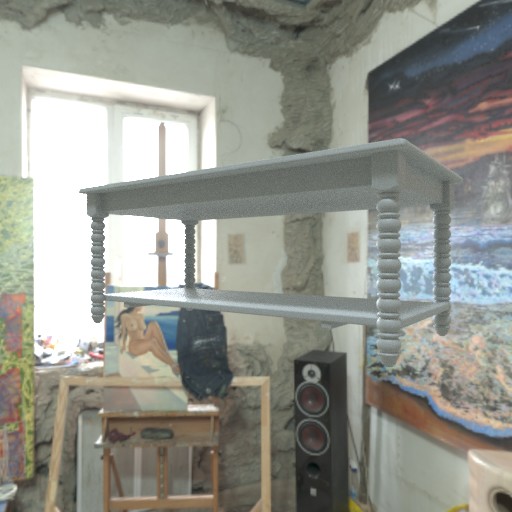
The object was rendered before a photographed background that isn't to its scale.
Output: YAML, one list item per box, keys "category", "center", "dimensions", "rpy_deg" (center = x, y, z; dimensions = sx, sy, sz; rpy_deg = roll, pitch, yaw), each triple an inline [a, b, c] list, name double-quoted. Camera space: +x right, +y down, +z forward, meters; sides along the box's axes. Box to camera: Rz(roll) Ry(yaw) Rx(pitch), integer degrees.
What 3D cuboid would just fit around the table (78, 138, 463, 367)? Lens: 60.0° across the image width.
- category: "table"
  center: [0.000, 0.000, 1.482]
  dimensions: [1.171, 0.487, 0.580]
  rpy_deg: [0, 0, 36]
